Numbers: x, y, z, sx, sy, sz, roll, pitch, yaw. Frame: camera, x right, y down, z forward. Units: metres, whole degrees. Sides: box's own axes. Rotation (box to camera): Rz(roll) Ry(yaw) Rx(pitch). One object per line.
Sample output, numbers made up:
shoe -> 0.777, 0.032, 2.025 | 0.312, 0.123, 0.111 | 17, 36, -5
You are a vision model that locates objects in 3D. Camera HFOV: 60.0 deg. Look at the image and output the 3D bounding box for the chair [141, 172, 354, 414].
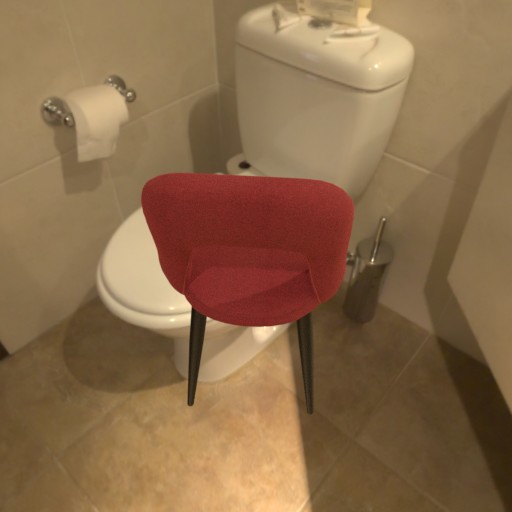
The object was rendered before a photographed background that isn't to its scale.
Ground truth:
chair -> 0.000, 0.000, 1.218 | 0.483, 0.892, 0.569 | 3, 46, 3
